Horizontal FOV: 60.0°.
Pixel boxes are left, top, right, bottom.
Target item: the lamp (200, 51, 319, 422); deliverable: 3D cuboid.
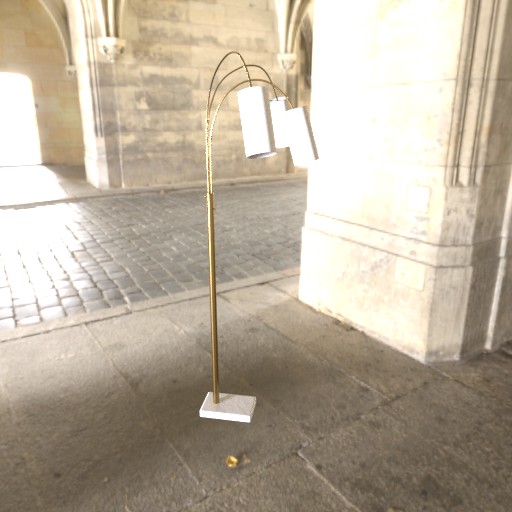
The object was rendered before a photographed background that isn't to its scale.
[{"bbox_3d":[0.000,0.000,2.507,0.667,2.055,1.020,3,17,10],"label":"lamp"}]
